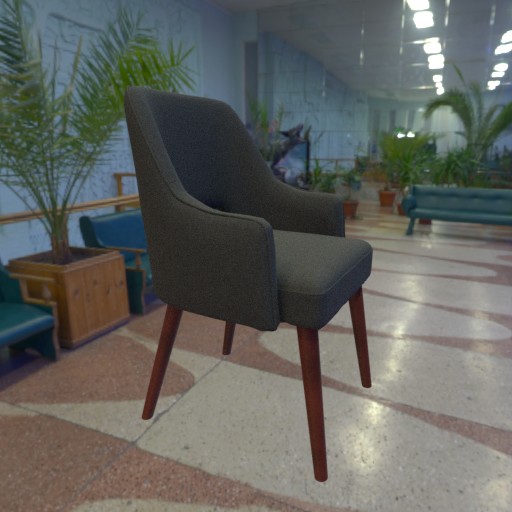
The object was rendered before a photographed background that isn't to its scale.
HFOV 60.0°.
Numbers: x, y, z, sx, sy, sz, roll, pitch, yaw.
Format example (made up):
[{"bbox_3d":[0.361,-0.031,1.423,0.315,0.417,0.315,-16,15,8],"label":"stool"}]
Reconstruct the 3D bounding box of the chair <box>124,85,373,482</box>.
[{"bbox_3d":[0.000,0.000,1.162,0.560,0.838,0.559,7,16,26],"label":"chair"}]
